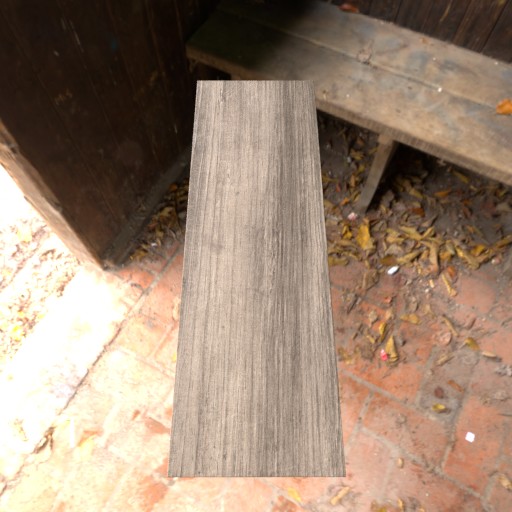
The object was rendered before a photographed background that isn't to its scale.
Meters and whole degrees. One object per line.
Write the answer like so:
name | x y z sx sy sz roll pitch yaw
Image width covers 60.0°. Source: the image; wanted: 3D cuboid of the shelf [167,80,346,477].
shelf | 0.000 0.000 0.684 0.200 0.125 0.610 0 64 0
